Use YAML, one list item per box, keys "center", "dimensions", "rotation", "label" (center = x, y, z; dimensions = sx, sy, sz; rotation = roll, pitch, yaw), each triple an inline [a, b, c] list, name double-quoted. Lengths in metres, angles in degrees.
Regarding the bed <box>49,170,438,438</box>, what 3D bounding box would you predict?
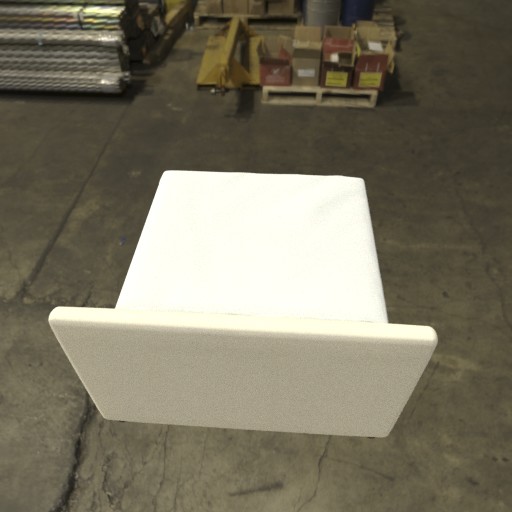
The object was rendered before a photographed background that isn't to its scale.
- center: [0.000, 0.000, 3.528]
  dimensions: [2.119, 1.317, 2.341]
  rotation: [3, 46, 3]
  label: "bed"
